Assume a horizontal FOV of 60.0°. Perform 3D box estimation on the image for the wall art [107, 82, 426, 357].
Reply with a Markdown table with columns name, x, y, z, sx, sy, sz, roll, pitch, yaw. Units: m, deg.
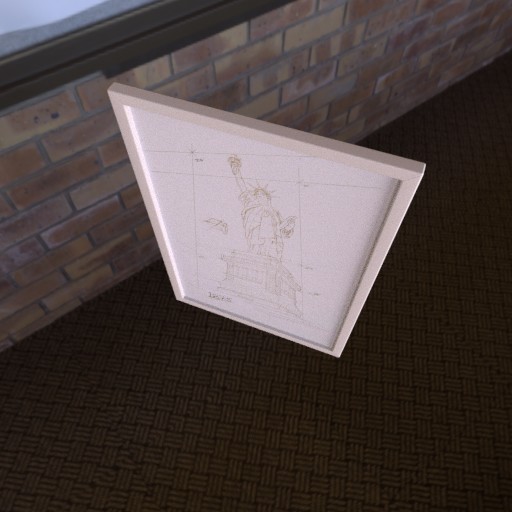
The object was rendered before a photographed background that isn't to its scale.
| name | x | y | z | sx | sy | sz | roll | pitch | yaw |
| --- | --- | --- | --- | --- | --- | --- | --- | --- | --- |
| wall art | 0.000 | 0.000 | 1.566 | 0.808 | 1.183 | 0.038 | 18 | 59 | 11 |
